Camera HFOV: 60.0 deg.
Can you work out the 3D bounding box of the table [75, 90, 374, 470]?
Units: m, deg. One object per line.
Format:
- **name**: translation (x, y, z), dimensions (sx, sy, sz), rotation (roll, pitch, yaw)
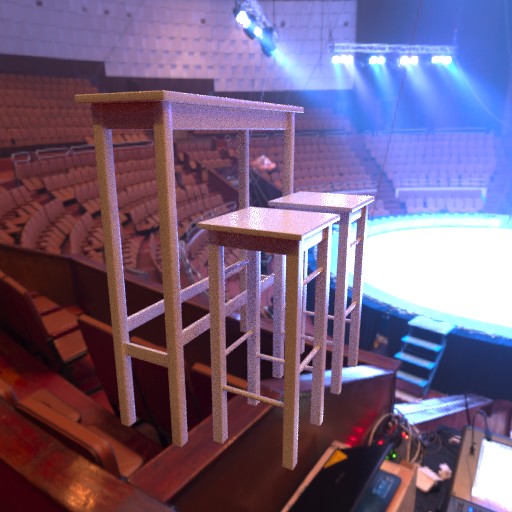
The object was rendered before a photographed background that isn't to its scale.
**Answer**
- **table**: translation (0.000, 0.000, 1.610), dimensions (0.650, 1.065, 0.915), rotation (8, 18, 27)
